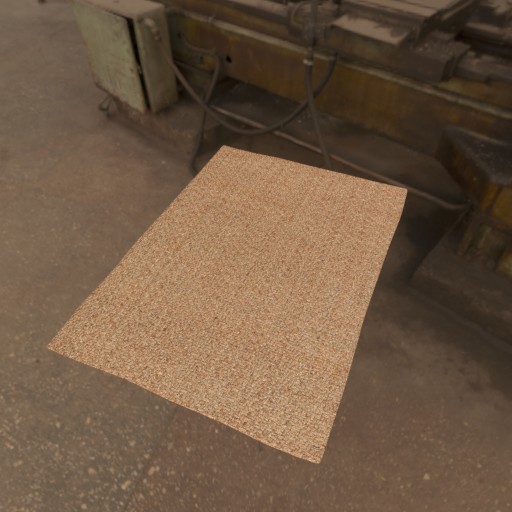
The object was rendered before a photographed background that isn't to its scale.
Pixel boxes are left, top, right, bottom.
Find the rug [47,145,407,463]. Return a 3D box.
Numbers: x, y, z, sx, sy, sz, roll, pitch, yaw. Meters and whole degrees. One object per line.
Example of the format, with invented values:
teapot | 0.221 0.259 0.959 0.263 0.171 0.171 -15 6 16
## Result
rug | 0.000 0.000 2.838 1.566 0.013 2.141 17 49 16
